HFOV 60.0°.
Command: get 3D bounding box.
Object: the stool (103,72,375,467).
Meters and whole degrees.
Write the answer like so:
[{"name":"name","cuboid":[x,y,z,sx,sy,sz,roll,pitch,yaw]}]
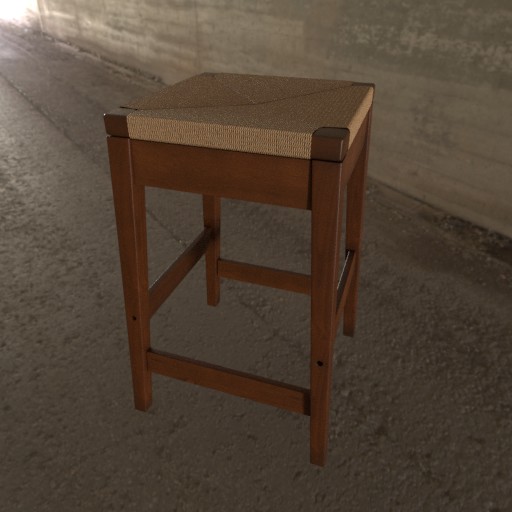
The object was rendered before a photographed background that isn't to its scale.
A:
[{"name":"stool","cuboid":[0.000,0.000,1.094,0.507,0.762,0.497,10,34,16]}]
